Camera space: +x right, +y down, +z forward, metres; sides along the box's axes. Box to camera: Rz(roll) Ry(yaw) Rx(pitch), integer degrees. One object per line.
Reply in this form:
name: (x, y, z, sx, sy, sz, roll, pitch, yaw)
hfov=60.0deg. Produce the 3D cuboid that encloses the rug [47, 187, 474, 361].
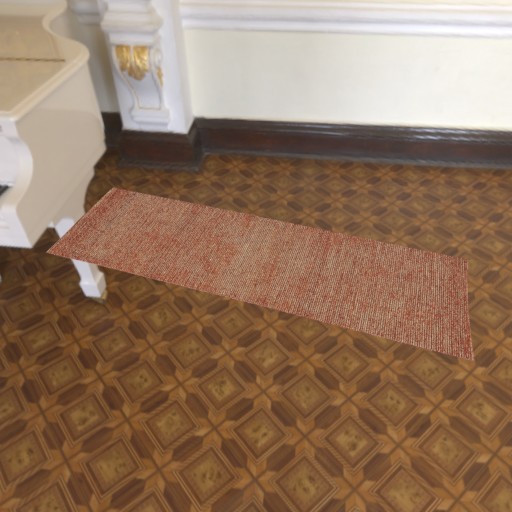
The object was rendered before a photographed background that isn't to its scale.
rug: (0.000, 0.000, 2.563, 2.353, 0.013, 0.718, 13, 44, 14)
